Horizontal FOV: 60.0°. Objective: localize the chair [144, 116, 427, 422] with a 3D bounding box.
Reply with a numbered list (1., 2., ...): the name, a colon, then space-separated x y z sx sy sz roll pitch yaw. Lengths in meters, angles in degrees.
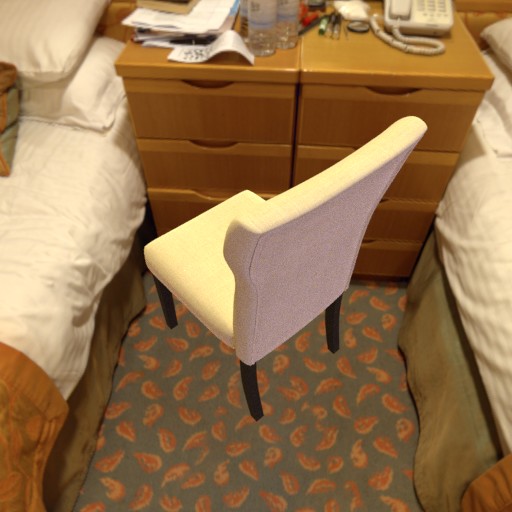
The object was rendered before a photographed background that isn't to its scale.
1. chair: 0.000 0.000 1.304 0.509 0.921 0.597 -33 55 -27
